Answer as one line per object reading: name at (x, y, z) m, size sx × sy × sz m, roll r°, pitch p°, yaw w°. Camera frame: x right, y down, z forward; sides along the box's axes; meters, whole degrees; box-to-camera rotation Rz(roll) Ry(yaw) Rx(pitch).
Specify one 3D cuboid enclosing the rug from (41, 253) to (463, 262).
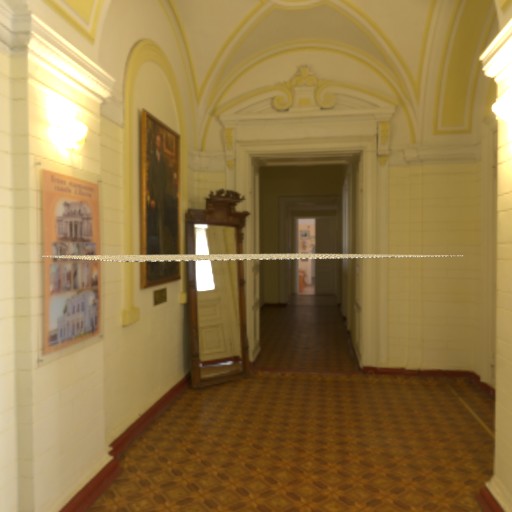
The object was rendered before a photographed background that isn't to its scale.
rug at (0.000, 0.000, 2.194) m, size 1.750 × 0.004 × 1.177 m, roll -1°, pitch 1°, yaw -37°
